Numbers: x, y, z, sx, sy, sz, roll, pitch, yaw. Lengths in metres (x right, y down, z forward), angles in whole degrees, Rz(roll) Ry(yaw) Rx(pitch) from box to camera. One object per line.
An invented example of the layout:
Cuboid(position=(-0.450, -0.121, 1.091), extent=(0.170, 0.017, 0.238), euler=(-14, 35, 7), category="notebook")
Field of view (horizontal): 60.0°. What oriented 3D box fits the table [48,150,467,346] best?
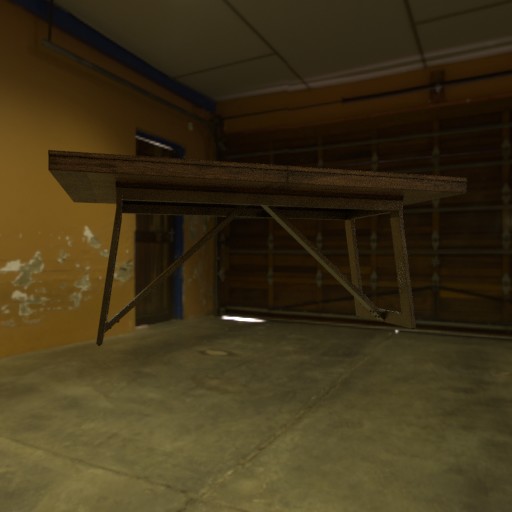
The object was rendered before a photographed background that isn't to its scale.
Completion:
Cuboid(position=(0.000, 0.000, 2.329), extent=(1.867, 0.757, 0.931), euler=(0, -1, -17), category="table")
